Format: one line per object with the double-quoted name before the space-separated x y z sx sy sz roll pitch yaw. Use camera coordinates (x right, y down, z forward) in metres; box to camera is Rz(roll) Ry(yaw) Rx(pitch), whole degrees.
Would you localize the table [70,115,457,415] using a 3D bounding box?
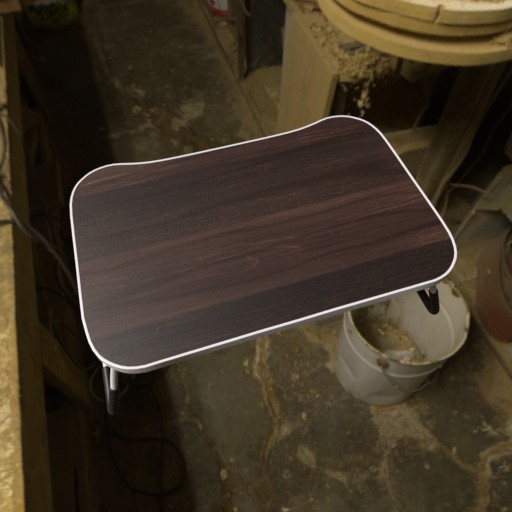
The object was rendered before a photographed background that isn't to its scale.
"table" 0.000 0.000 0.841 0.660 0.232 0.400 -15 58 -10
